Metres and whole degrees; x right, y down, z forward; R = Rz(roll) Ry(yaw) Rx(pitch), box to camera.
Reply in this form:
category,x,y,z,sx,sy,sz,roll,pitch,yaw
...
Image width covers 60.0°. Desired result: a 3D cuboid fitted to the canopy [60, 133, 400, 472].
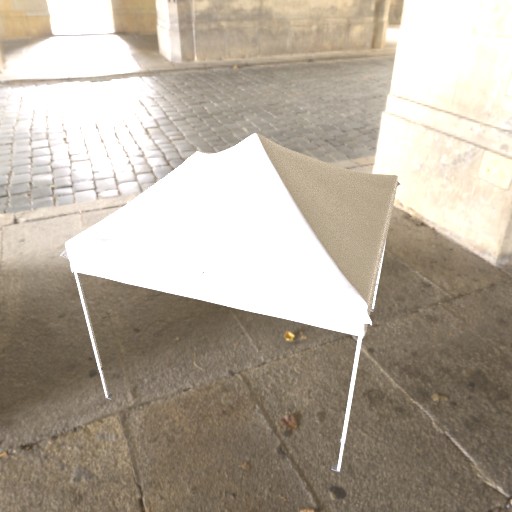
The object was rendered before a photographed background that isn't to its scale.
category,x,y,z,sx,sy,sz,roll,pitch,yaw
canopy,0.000,0.000,5.385,2.994,2.998,2.996,11,33,17
